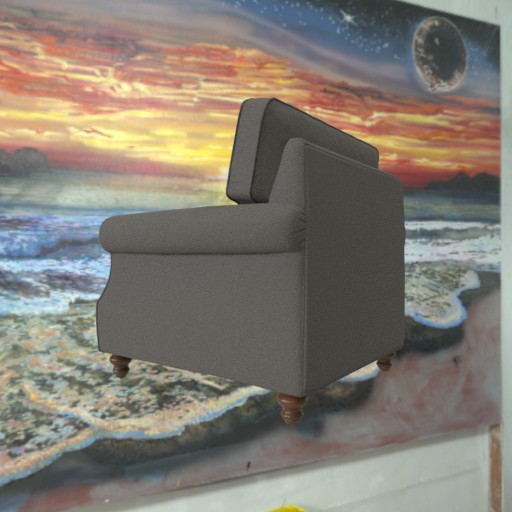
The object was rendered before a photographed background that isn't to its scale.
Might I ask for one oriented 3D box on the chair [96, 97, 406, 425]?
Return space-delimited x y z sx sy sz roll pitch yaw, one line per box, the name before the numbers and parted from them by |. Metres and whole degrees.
chair | 0.000 0.000 1.813 0.966 0.967 1.029 0 1 37
